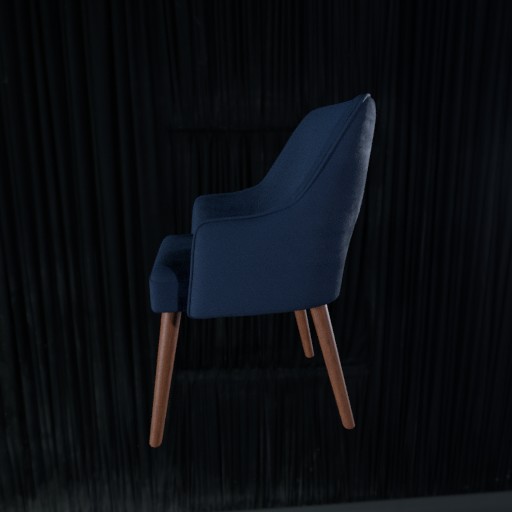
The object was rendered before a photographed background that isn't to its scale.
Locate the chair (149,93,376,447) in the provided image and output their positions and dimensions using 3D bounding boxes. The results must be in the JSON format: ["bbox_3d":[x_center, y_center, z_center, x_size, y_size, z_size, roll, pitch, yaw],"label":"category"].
[{"bbox_3d":[0.000,0.000,1.248,0.591,0.844,0.559,-2,14,-8],"label":"chair"}]
